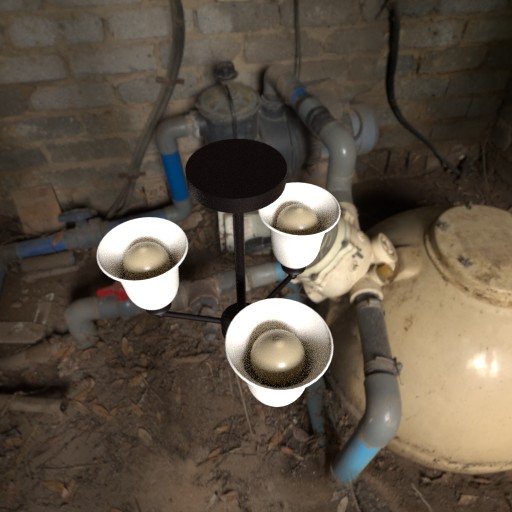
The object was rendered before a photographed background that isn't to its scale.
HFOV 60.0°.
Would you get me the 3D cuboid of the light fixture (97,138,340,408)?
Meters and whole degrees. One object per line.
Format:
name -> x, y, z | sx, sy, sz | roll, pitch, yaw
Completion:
light fixture -> 0.000, 0.000, 0.678 | 0.388, 0.370, 0.354 | 31, 54, 26
